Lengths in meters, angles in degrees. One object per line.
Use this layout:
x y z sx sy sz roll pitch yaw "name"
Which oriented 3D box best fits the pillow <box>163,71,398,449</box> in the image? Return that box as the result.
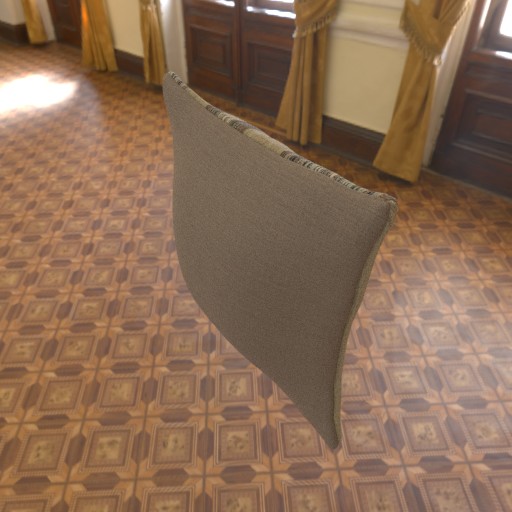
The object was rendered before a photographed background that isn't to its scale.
0.000 0.000 0.643 0.189 0.416 0.435 -24 45 -26 "pillow"
